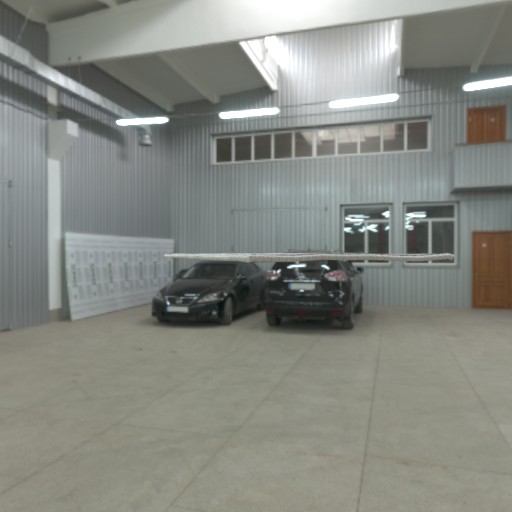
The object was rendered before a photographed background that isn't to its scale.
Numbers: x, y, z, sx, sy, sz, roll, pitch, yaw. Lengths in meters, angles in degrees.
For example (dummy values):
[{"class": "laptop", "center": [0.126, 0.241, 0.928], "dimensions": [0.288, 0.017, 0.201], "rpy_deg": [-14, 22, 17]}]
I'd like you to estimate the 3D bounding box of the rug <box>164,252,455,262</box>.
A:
[{"class": "rug", "center": [0.000, 0.000, 2.704], "dimensions": [0.832, 0.035, 2.381], "rpy_deg": [0, 0, -18]}]
